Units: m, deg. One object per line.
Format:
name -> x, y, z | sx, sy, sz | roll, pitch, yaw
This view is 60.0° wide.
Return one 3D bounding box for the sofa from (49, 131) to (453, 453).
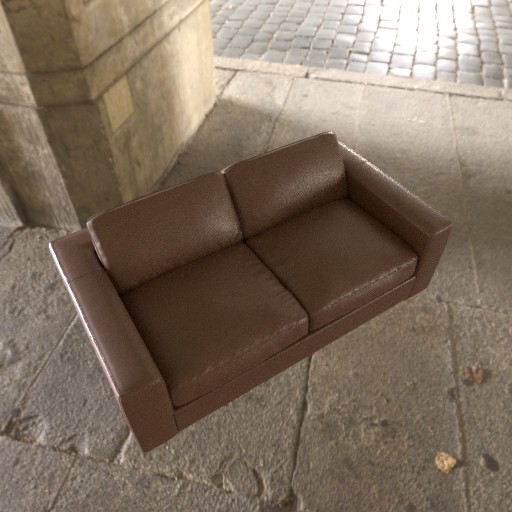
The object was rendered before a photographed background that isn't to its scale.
sofa -> 0.000, 0.000, 2.468 | 1.920, 0.800, 1.070 | -25, 51, -22
